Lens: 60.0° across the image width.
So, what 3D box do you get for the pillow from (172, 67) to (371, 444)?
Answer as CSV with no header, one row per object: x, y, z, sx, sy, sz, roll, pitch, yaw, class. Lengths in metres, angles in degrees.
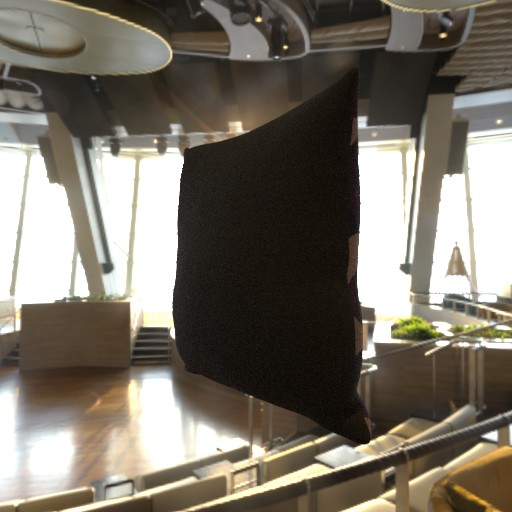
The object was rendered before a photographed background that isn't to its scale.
0.000,0.000,0.777,0.208,0.496,0.503,1,-1,-36,pillow
